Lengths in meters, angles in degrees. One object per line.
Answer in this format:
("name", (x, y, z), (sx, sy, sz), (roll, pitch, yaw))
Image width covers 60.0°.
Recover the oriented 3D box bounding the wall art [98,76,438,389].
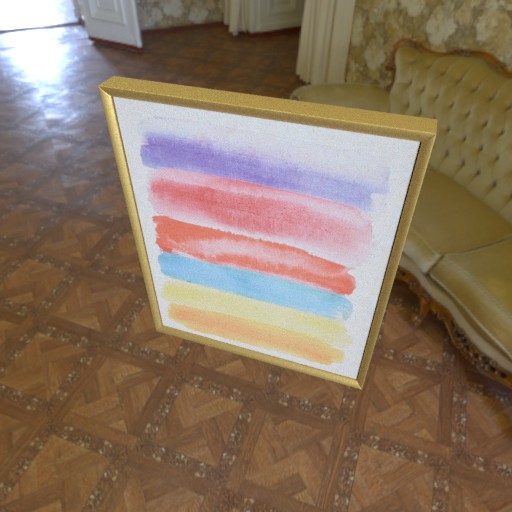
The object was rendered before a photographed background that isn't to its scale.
("wall art", (0.000, 0.000, 0.900), (0.537, 0.642, 0.048), (13, 43, 14))
